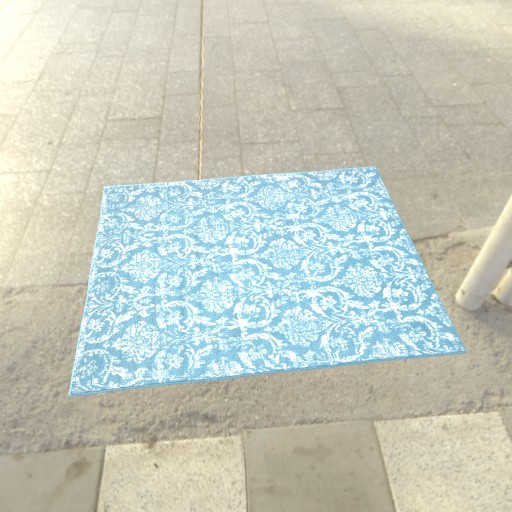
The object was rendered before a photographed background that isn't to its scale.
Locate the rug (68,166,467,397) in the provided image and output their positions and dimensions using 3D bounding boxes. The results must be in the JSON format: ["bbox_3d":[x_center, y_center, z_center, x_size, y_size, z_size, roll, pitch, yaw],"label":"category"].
[{"bbox_3d":[0.000,0.000,4.065,2.980,0.012,2.363,-5,48,-5],"label":"rug"}]
